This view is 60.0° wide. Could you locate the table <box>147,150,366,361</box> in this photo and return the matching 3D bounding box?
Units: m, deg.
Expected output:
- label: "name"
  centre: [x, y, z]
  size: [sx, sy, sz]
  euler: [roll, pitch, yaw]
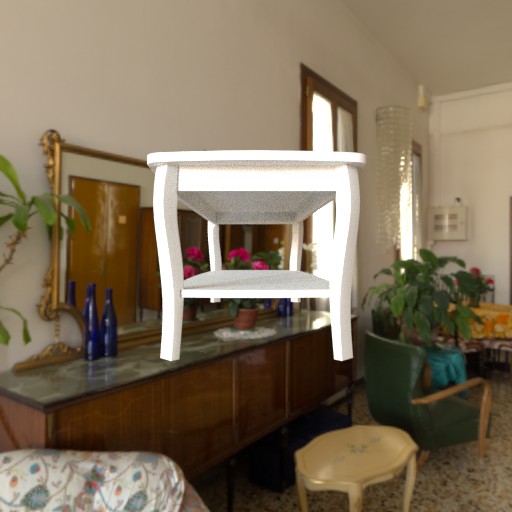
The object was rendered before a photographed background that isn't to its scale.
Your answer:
- label: "table"
  centre: [0.000, 0.000, 1.644]
  size: [0.561, 0.474, 1.334]
  euler: [0, 0, 0]
